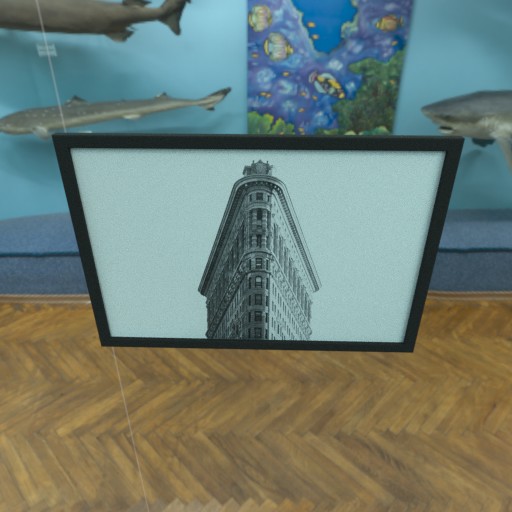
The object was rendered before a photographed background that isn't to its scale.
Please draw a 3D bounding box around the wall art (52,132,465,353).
[{"bbox_3d":[0.000,0.000,1.205,0.958,0.656,0.026,1,31,2],"label":"wall art"}]
